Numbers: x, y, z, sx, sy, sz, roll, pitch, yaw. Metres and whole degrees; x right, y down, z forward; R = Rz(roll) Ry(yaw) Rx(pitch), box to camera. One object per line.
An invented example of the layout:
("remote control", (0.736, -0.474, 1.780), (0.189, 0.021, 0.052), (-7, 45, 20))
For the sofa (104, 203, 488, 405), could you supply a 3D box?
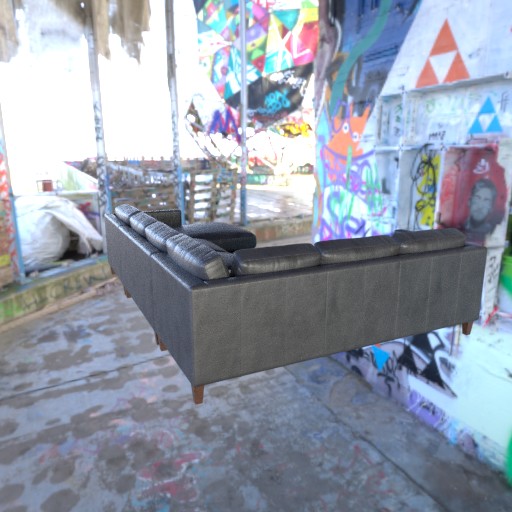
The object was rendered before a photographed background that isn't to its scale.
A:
("sofa", (0.000, 0.000, 4.475), (2.452, 0.891, 3.324), (-6, 15, -25))
